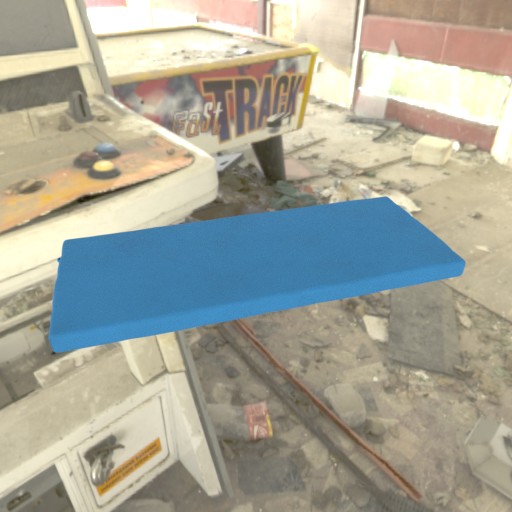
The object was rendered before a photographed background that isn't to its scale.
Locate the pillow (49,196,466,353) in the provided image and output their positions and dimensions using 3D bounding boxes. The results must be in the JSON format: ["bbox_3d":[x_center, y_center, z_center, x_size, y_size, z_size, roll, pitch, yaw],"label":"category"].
[{"bbox_3d":[0.000,0.000,1.364,1.187,0.081,0.492,-9,35,-13],"label":"pillow"}]
